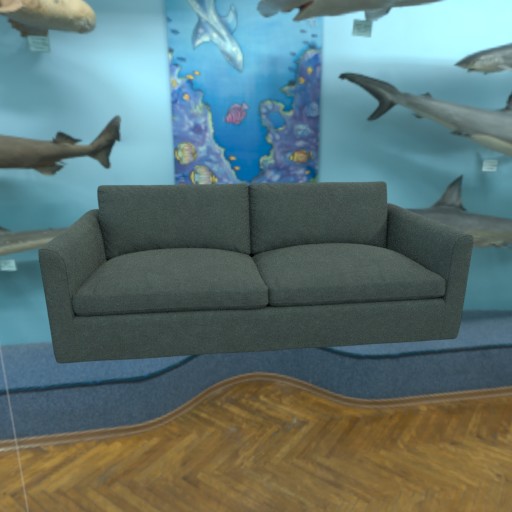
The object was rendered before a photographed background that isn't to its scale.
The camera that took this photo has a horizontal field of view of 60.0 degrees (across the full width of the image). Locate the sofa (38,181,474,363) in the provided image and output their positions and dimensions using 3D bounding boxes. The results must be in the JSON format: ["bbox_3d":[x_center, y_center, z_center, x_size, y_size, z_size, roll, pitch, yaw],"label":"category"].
[{"bbox_3d":[0.000,0.000,2.809,2.257,0.838,1.092,-2,16,-7],"label":"sofa"}]
